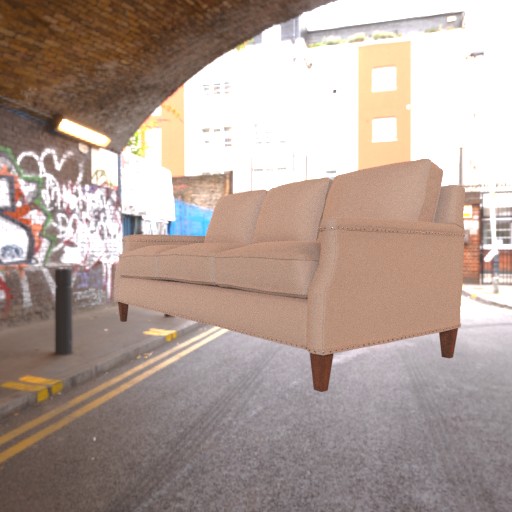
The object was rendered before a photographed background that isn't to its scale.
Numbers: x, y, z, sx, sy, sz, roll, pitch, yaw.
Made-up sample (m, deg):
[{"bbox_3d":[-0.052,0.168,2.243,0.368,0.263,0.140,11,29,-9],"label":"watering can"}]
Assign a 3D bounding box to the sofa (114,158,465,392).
[{"bbox_3d":[0.000,0.000,2.811,1.084,1.003,2.246,0,1,-37],"label":"sofa"}]
